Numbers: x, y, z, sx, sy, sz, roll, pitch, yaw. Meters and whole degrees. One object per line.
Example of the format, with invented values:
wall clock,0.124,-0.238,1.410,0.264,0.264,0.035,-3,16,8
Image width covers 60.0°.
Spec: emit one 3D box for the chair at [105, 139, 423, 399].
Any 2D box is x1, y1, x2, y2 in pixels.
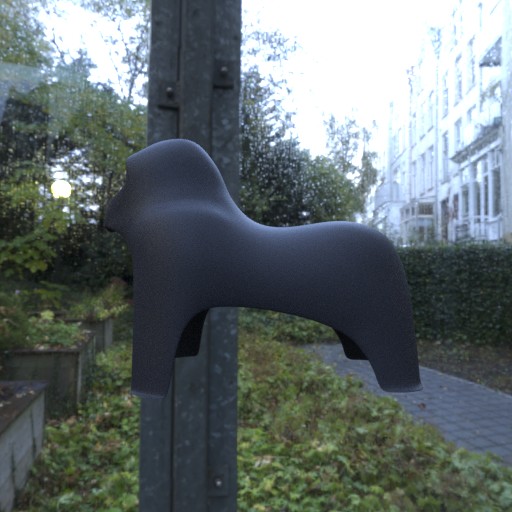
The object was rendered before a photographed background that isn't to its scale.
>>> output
chair,0.000,0.000,1.145,0.758,0.600,0.490,0,-3,0
